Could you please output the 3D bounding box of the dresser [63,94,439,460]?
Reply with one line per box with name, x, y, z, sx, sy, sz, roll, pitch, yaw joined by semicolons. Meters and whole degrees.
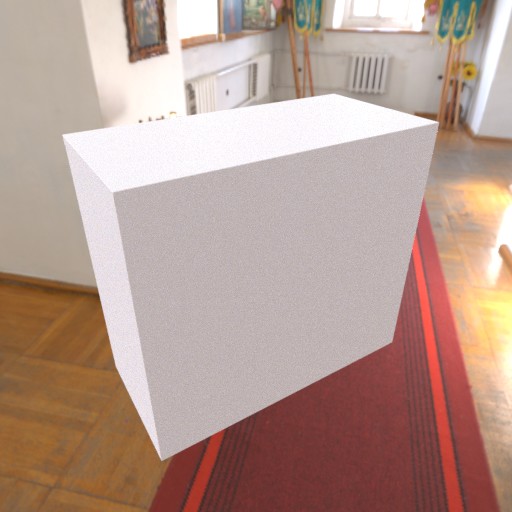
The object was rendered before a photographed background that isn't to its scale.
dresser;0.000;0.000;1.276;0.830;0.740;0.420;-18;36;-27
